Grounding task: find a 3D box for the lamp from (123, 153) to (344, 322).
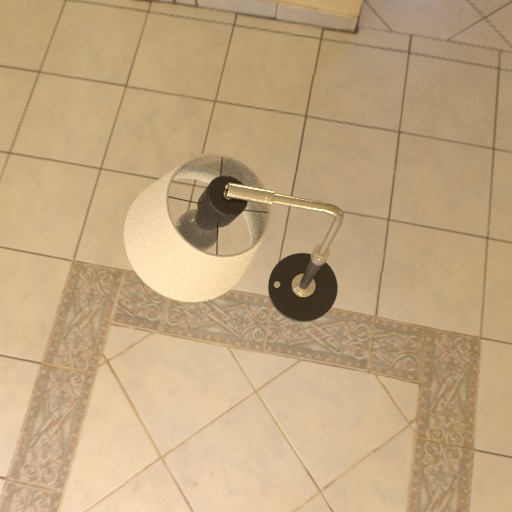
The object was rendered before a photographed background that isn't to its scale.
[{"bbox_3d":[0.000,0.000,0.705,0.348,0.539,0.181,1,75,0],"label":"lamp"}]
